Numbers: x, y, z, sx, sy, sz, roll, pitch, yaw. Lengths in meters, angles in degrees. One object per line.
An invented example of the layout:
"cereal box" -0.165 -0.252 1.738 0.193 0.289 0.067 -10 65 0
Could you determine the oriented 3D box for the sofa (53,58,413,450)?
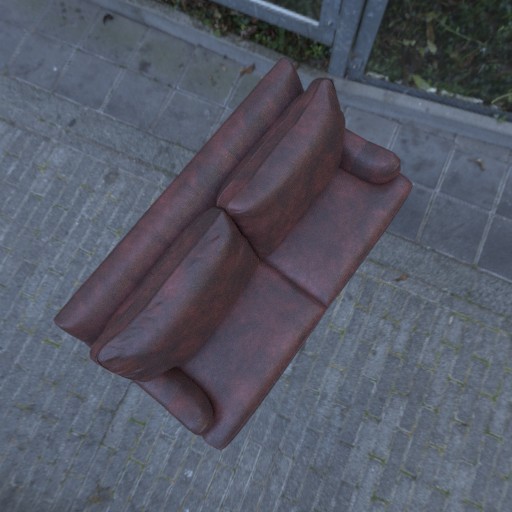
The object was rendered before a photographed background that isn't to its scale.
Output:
"sofa" 0.000 0.000 2.852 1.147 1.071 2.144 36 78 9
